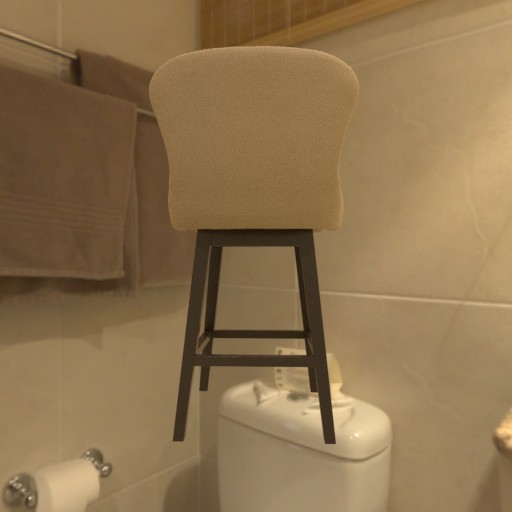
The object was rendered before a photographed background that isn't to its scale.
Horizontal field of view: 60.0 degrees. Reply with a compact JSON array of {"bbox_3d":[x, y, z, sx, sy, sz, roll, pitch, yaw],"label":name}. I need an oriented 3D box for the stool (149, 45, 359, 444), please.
[{"bbox_3d":[0.000,0.000,1.298,0.528,0.971,0.593,0,1,2],"label":"stool"}]
